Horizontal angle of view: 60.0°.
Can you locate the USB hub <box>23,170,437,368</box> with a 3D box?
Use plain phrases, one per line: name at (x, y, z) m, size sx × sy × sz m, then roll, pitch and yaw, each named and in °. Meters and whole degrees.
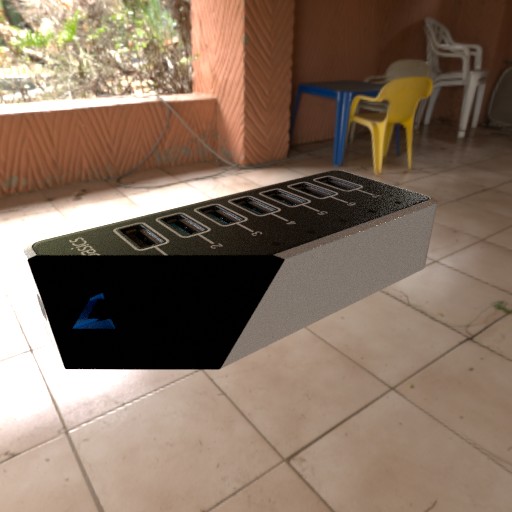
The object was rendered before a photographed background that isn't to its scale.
USB hub at (0.000, 0.000, 0.125) m, size 0.110 × 0.023 × 0.044 m, roll -19°, pitch 32°, yaw -33°
